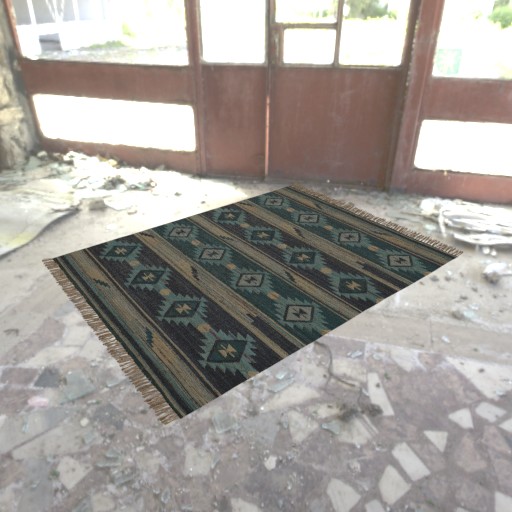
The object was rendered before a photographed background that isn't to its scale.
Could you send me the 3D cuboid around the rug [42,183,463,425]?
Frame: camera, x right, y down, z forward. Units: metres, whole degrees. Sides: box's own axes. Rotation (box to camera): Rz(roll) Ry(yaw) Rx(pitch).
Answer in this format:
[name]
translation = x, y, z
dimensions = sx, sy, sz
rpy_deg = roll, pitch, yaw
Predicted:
[rug]
translation = 0.000, 0.000, 4.257
dimensions = 3.307, 0.047, 2.418
rpy_deg = -22, 36, -33
